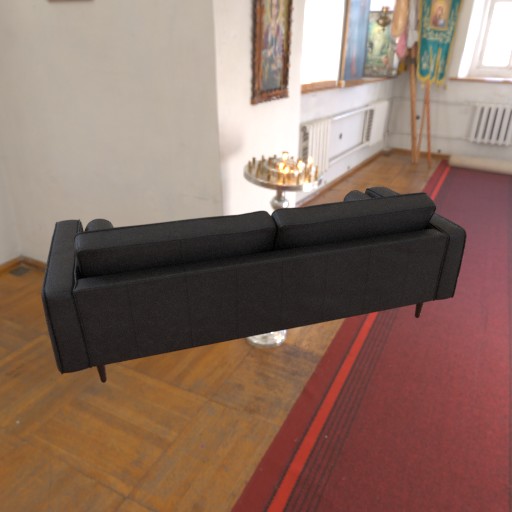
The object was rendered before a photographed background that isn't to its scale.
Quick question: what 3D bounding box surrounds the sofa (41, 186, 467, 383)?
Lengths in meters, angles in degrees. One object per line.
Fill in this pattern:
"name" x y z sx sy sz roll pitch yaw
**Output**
"sofa" 0.000 0.000 2.598 2.210 0.762 0.914 -8 28 -16
